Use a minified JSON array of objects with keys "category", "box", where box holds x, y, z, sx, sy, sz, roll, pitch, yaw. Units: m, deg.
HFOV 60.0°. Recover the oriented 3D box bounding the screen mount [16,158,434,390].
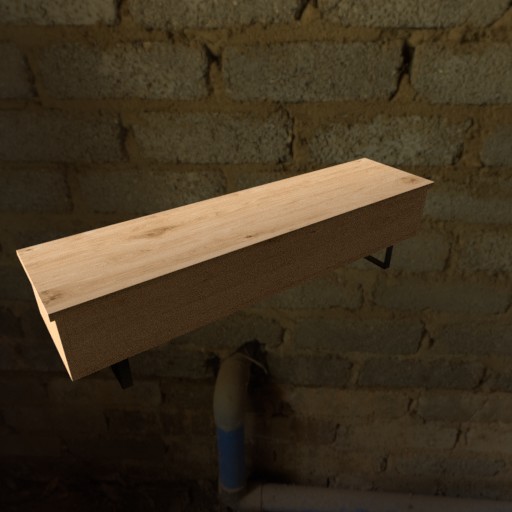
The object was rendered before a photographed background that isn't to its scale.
[{"category":"screen mount","box":[0.000,0.000,1.890,1.700,0.430,0.450,-20,36,-30]}]
